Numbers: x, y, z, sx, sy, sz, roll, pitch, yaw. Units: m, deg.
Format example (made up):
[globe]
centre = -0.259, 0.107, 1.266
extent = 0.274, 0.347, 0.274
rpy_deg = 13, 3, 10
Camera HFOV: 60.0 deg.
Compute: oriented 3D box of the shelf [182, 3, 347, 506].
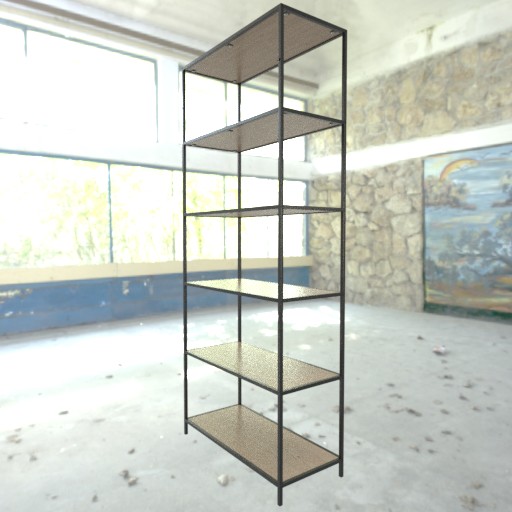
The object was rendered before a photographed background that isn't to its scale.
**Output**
[shelf]
centre = 0.000, 0.000, 2.039
extent = 0.350, 1.850, 0.770
rpy_deg = -2, 3, -37
